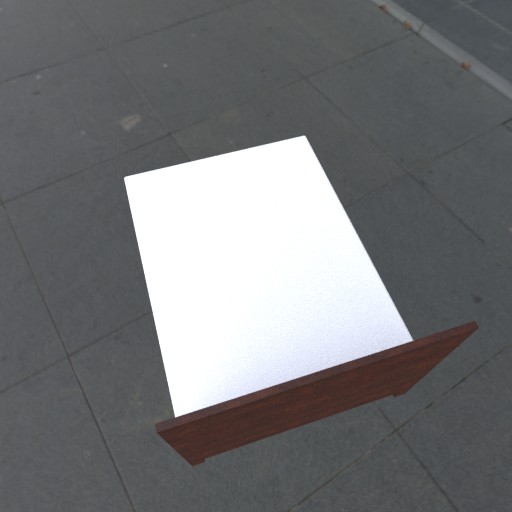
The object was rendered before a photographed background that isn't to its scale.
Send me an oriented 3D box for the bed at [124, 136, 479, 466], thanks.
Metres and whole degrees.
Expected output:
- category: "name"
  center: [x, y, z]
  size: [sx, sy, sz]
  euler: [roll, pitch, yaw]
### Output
- category: "bed"
  center: [0.000, 0.000, 3.130]
  size: [1.600, 1.270, 2.184]
  euler: [-15, 60, -9]
